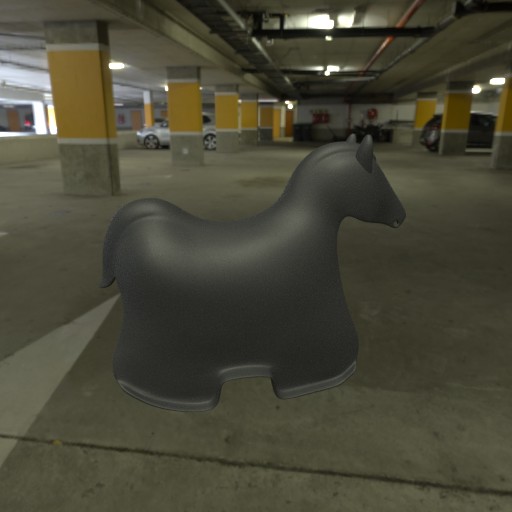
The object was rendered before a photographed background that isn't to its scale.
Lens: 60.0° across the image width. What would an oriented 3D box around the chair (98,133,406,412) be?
[{"bbox_3d":[0.000,0.000,1.157,0.800,0.612,0.429,-3,17,-9],"label":"chair"}]
